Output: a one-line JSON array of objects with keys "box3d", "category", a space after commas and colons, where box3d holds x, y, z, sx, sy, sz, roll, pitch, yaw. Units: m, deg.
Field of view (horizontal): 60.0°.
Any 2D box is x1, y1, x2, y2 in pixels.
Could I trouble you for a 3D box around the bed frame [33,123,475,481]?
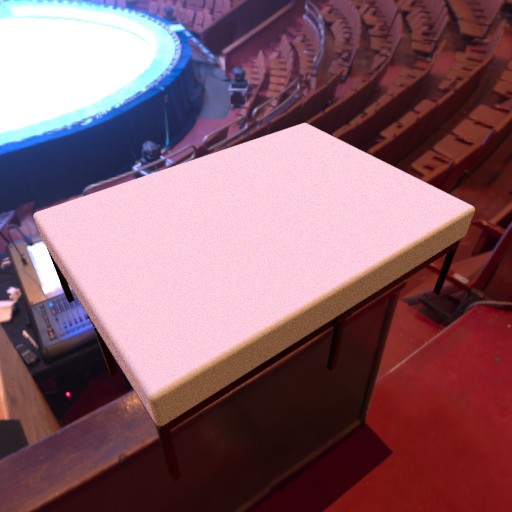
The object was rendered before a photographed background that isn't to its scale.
[{"box3d": [0.000, 0.000, 2.598, 1.956, 0.659, 1.408, -26, 47, -27], "category": "bed frame"}]
